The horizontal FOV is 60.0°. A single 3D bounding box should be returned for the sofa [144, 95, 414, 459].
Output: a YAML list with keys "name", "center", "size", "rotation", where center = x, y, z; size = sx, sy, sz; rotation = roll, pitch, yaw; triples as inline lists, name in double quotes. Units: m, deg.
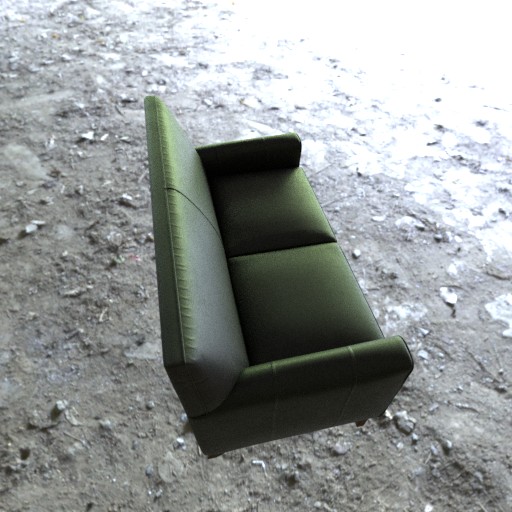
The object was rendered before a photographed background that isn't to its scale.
- name: "sofa"
  center: [0.000, 0.000, 1.975]
  size: [0.787, 0.871, 1.473]
  rotation: [-9, 47, -8]
